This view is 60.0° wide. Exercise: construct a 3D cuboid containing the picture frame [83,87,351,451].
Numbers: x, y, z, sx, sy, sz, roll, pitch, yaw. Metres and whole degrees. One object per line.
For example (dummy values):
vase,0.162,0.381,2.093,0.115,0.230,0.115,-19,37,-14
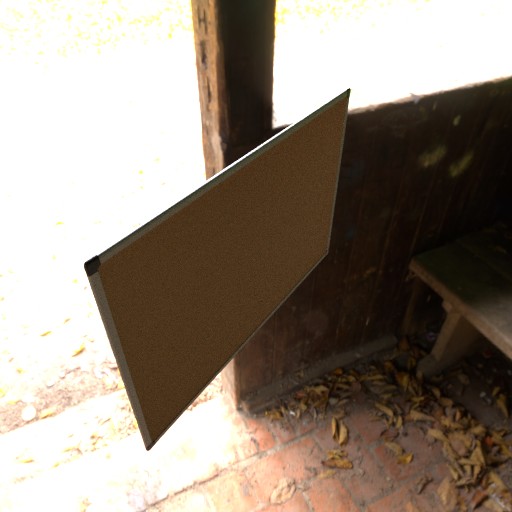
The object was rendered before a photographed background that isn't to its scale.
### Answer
picture frame,0.000,0.000,1.139,0.010,0.600,0.900,25,46,26
